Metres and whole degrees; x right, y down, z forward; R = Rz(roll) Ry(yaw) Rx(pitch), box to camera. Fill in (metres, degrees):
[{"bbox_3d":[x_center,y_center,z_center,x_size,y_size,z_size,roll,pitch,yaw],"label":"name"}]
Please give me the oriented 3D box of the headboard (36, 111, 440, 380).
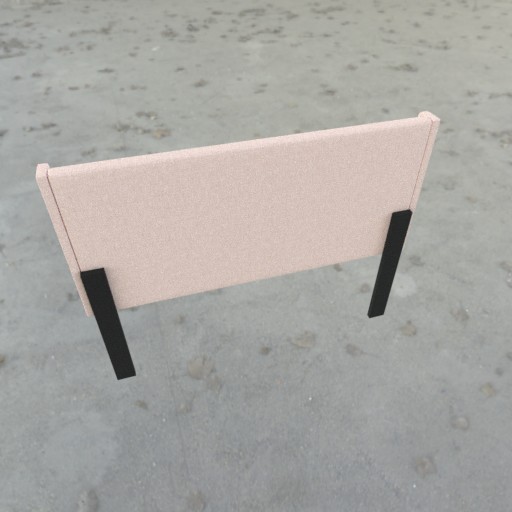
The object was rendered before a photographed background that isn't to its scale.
[{"bbox_3d":[0.000,0.000,2.700,2.051,1.524,0.184,-11,42,-13],"label":"headboard"}]
